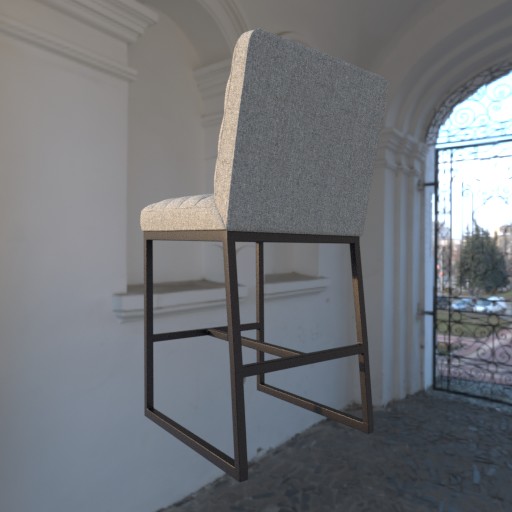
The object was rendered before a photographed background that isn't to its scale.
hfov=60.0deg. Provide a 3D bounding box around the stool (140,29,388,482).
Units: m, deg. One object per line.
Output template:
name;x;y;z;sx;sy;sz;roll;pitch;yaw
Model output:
stool;0.000;0.000;1.235;0.460;0.940;0.560;0;0;-37
